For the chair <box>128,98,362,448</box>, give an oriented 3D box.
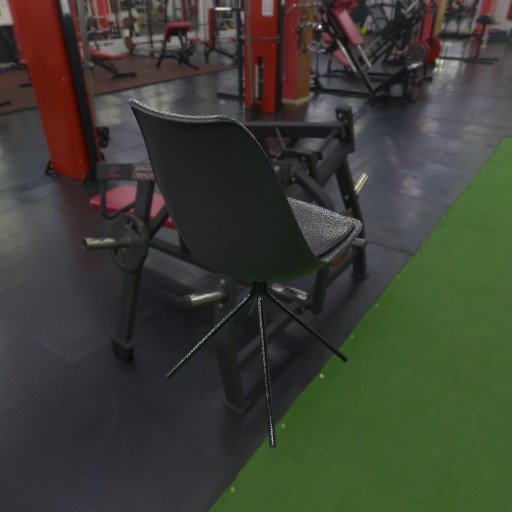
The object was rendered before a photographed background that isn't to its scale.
[{"bbox_3d":[0.000,0.000,1.175,0.461,0.850,0.525,21,37,32],"label":"chair"}]
